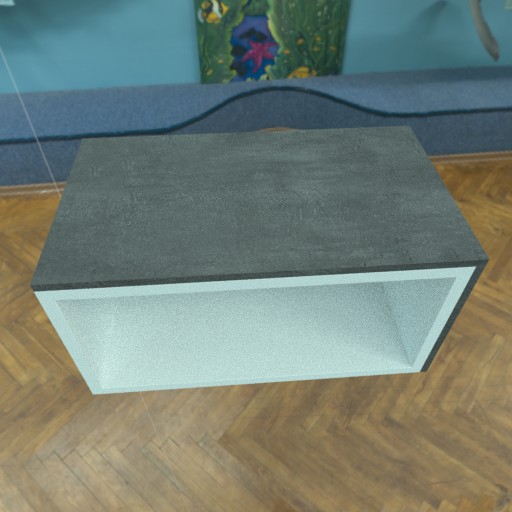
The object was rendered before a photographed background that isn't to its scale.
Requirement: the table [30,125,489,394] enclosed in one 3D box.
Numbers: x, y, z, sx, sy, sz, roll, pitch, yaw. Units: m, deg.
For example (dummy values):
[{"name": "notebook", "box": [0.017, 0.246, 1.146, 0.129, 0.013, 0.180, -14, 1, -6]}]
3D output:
[{"name": "table", "box": [0.000, 0.000, 0.936, 0.700, 0.350, 0.400, -3, 47, -3]}]
